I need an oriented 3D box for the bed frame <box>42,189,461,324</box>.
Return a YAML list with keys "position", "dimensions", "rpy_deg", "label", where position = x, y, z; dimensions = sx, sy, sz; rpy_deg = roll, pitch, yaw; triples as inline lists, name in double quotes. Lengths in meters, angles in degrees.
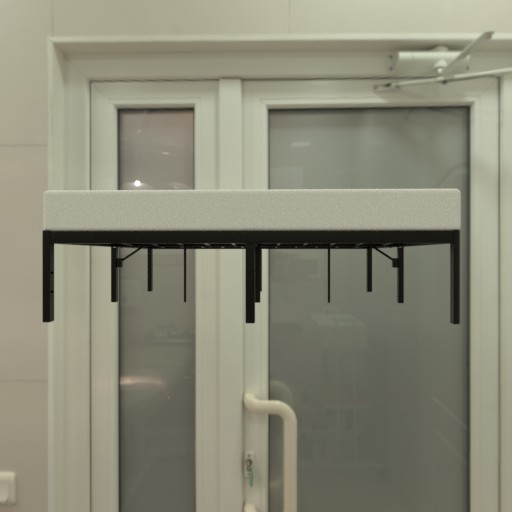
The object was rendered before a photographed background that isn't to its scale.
- position: [0.000, 0.000, 3.146]
  dimensions: [2.079, 0.659, 1.963]
  rpy_deg: [0, 0, 2]
  label: "bed frame"
